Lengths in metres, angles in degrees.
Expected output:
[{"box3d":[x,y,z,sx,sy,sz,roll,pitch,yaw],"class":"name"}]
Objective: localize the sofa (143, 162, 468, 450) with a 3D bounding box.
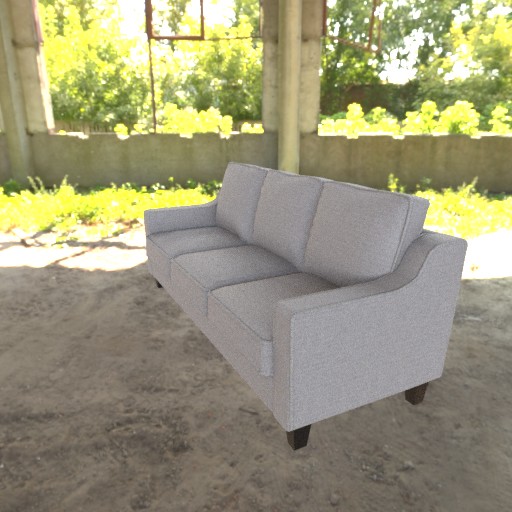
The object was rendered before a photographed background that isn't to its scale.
[{"box3d":[0.000,0.000,2.625,0.899,0.950,2.129,-8,19,-26],"class":"sofa"}]
